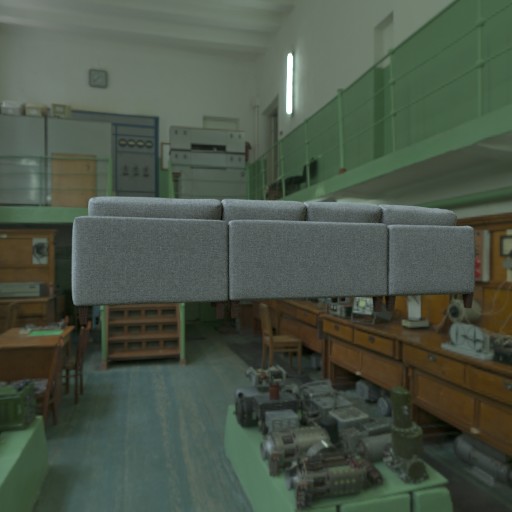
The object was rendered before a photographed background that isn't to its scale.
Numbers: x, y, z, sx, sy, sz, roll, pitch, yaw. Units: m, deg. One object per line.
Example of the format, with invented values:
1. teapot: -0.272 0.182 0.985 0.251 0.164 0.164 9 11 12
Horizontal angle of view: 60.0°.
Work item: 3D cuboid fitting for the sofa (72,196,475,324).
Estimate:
1. sofa: 0.000 0.000 4.764 3.460 0.959 2.593 0 0 -17
